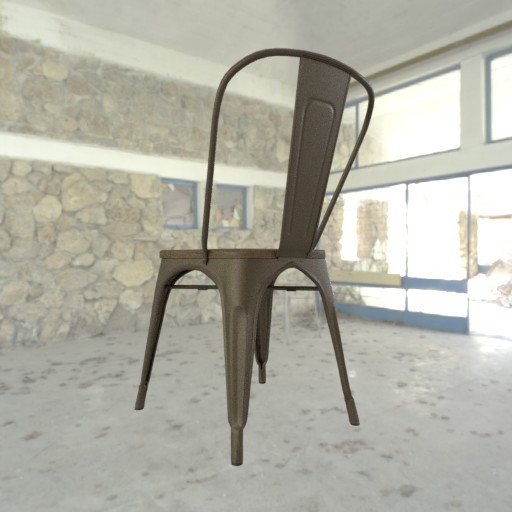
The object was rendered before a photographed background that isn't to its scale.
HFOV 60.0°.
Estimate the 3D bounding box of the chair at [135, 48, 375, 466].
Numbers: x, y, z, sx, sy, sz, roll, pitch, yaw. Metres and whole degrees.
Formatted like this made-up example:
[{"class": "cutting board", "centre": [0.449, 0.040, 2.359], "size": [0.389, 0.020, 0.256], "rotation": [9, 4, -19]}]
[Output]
[{"class": "chair", "centre": [0.000, 0.000, 1.148], "size": [0.451, 0.844, 0.532], "rotation": [0, 0, -37]}]
